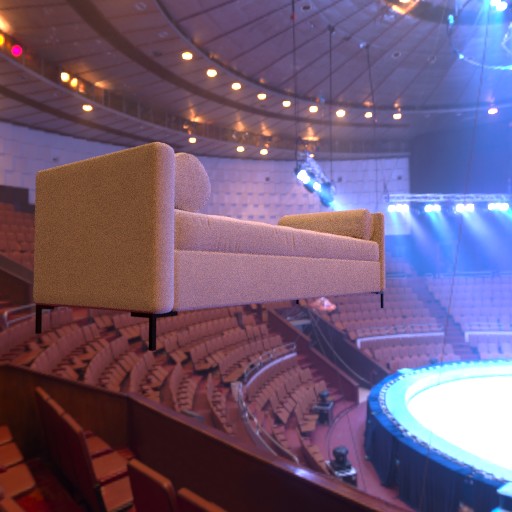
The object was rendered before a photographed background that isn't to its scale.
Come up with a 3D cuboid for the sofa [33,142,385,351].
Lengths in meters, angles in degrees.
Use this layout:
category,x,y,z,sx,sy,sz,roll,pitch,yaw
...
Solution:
category,x,y,z,sx,sy,sz,roll,pitch,yaw
sofa,0.000,0.000,2.300,0.686,0.635,1.981,-2,-3,35
